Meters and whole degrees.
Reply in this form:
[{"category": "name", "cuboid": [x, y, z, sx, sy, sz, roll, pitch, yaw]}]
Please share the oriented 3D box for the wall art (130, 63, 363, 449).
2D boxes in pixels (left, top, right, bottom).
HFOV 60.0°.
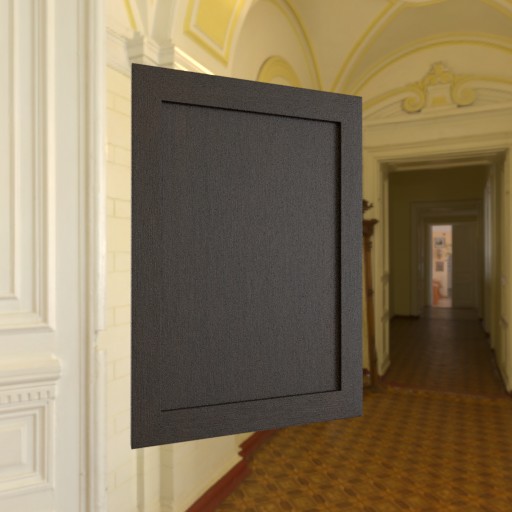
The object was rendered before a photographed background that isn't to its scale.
[{"category": "wall art", "cuboid": [0.000, 0.000, 0.659, 0.359, 0.513, 0.017, 0, 0, -20]}]
